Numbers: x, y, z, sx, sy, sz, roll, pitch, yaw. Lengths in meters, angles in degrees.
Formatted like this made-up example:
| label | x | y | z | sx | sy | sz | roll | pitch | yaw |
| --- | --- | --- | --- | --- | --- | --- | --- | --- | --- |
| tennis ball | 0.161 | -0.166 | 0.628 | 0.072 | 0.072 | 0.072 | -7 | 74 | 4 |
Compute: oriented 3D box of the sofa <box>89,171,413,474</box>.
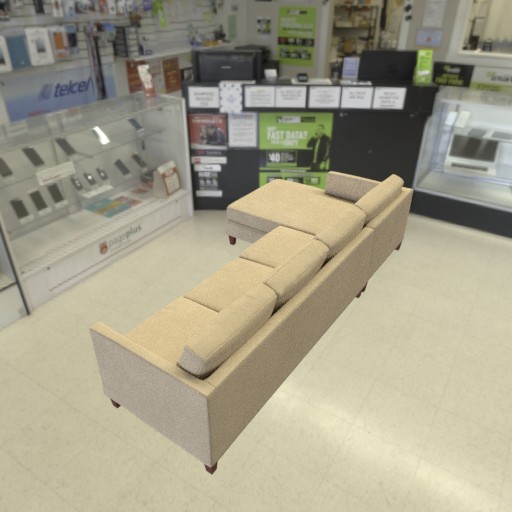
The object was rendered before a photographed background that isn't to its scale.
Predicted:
| label | x | y | z | sx | sy | sz | roll | pitch | yaw |
| --- | --- | --- | --- | --- | --- | --- | --- | --- | --- |
| sofa | 0.000 | 0.000 | 3.808 | 1.625 | 0.846 | 3.186 | 20 | 37 | 29 |
